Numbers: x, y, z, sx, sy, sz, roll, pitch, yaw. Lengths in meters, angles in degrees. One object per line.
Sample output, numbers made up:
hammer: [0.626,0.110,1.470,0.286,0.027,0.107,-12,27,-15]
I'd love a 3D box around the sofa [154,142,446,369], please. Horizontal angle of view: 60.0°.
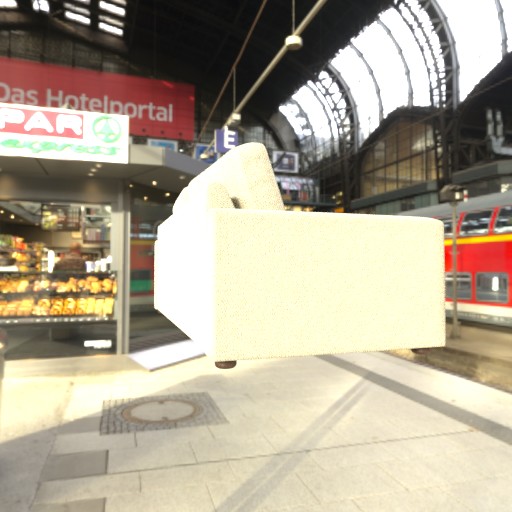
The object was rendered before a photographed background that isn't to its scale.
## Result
sofa: [0.000,0.000,2.711,1.016,0.873,2.179,0,-2,-18]
